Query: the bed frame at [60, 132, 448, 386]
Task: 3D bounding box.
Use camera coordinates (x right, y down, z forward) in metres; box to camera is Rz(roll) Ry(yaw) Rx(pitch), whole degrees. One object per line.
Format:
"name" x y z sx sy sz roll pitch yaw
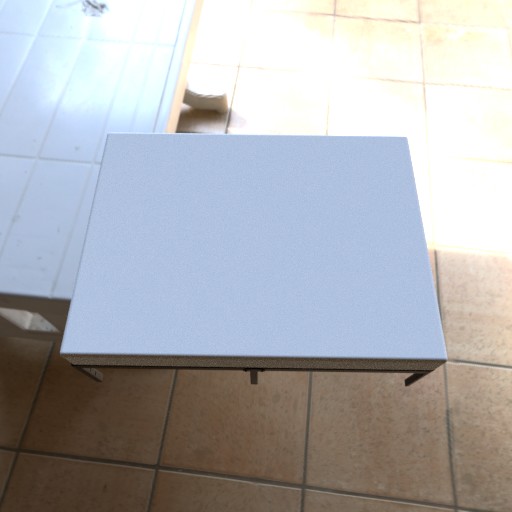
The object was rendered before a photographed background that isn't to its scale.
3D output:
"bed frame" 0.000 0.000 2.945 2.072 0.659 1.557 1 63 0
